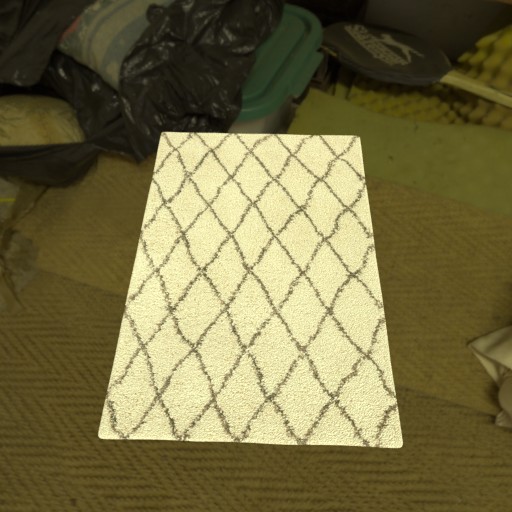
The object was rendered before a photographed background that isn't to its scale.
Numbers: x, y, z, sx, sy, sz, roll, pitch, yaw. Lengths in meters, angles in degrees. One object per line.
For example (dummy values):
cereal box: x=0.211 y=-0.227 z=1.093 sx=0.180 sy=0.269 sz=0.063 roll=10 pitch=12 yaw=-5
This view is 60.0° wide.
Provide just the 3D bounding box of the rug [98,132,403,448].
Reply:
rug: x=0.000 y=0.000 z=2.250 sx=1.219 sy=0.030 sz=1.778 roll=1 pitch=57 yaw=1
